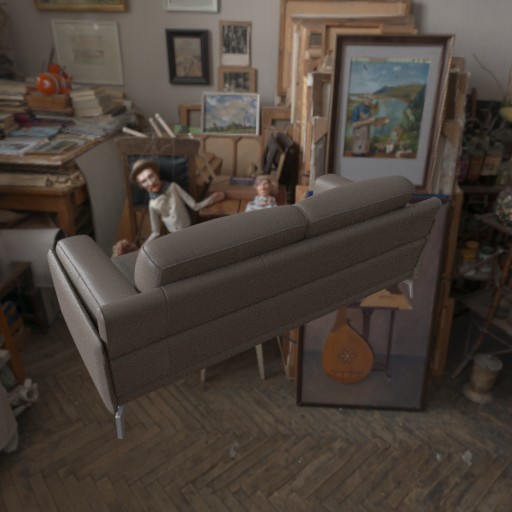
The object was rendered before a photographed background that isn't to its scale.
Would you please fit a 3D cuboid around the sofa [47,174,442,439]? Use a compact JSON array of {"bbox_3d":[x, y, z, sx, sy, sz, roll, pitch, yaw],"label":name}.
[{"bbox_3d":[0.000,0.000,2.581,2.101,0.930,1.049,-18,34,-29],"label":"sofa"}]
